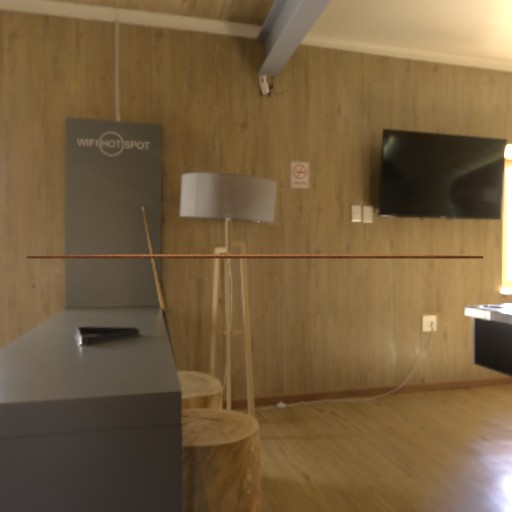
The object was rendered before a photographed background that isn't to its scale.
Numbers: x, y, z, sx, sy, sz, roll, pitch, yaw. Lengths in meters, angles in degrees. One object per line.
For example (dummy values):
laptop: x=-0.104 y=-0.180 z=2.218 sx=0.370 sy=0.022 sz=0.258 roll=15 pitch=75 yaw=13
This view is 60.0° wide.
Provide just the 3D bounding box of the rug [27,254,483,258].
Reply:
rug: x=0.000 y=0.000 z=3.120 sx=2.438 sy=0.014 sz=1.524 roll=0 pitch=1 yaw=1
